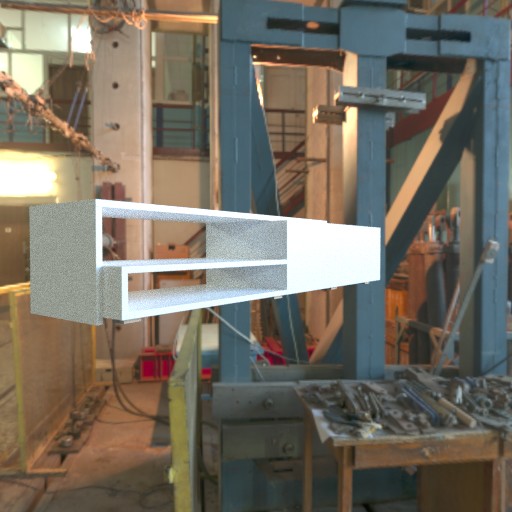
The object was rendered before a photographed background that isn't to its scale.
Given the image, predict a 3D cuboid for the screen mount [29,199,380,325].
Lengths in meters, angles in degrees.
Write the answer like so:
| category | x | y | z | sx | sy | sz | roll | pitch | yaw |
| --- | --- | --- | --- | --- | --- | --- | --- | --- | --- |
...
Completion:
| category | x | y | z | sx | sy | sz | roll | pitch | yaw |
| --- | --- | --- | --- | --- | --- | --- | --- | --- | --- |
| screen mount | 0.000 | 0.000 | 1.866 | 0.420 | 0.320 | 1.680 | 1 | 2 | 37 |
